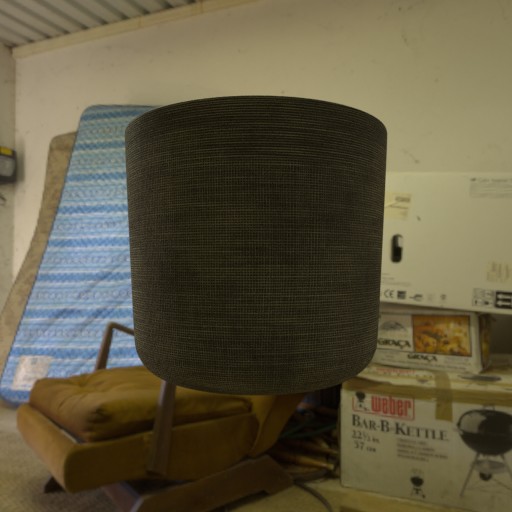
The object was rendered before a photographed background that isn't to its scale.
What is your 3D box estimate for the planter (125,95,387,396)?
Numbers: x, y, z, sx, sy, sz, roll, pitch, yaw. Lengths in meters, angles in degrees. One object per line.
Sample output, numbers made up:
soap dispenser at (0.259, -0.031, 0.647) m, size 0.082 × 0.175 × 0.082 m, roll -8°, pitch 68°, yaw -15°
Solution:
planter at (0.000, 0.000, 0.772) m, size 0.440 × 0.398 × 0.440 m, roll 0°, pitch -1°, yaw 0°
